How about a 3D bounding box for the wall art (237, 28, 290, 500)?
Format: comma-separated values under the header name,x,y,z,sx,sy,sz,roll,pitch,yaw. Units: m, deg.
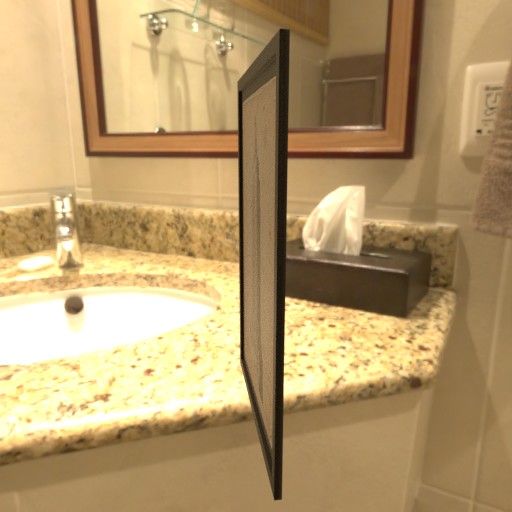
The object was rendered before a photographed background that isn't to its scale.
name,x,y,z,sx,sy,sz,roll,pitch,yaw
wall art,0.000,0.000,0.816,0.012,0.661,0.451,-2,14,-8
